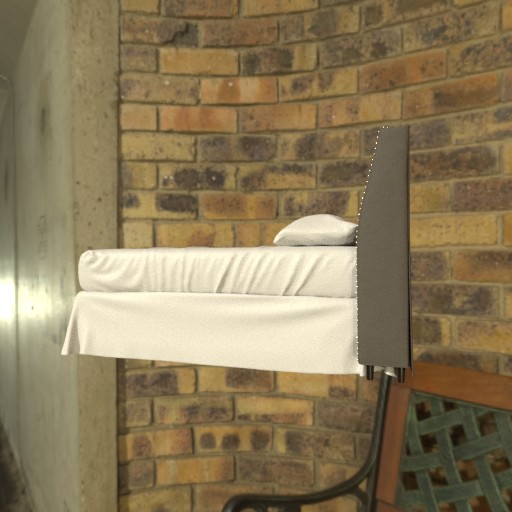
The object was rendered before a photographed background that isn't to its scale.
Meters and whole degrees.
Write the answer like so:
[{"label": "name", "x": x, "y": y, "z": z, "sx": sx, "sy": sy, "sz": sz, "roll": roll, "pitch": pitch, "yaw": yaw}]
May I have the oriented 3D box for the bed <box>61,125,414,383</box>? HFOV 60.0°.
[{"label": "bed", "x": 0.000, "y": 0.000, "z": 3.468, "sx": 2.276, "sy": 1.332, "sz": 1.925, "roll": 0, "pitch": -1, "yaw": 18}]
